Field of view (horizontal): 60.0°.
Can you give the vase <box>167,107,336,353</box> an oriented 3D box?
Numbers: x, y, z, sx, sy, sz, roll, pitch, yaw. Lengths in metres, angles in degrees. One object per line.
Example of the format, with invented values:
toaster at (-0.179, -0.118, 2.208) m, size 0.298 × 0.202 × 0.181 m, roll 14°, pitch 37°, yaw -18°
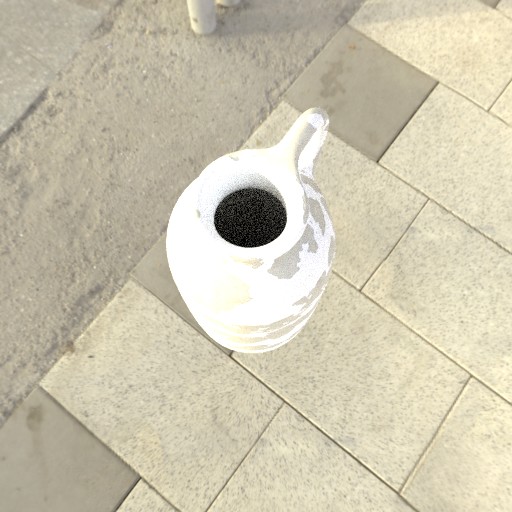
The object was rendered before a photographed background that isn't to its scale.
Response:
vase at (0.000, 0.000, 0.507) m, size 0.186 × 0.382 × 0.203 m, roll 35°, pitch 77°, yaw 9°
